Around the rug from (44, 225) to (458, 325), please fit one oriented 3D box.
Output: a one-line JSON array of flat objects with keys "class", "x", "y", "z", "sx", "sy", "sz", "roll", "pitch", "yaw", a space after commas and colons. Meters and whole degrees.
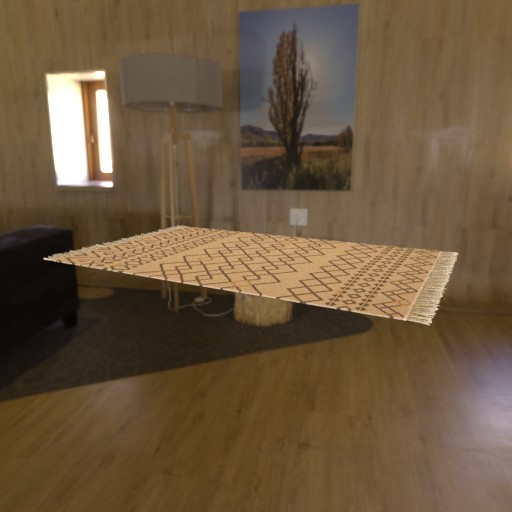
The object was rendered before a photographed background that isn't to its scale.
[{"class": "rug", "x": 0.000, "y": 0.000, "z": 2.500, "sx": 2.023, "sy": 0.028, "sz": 1.224, "roll": 7, "pitch": 15, "yaw": 27}]
